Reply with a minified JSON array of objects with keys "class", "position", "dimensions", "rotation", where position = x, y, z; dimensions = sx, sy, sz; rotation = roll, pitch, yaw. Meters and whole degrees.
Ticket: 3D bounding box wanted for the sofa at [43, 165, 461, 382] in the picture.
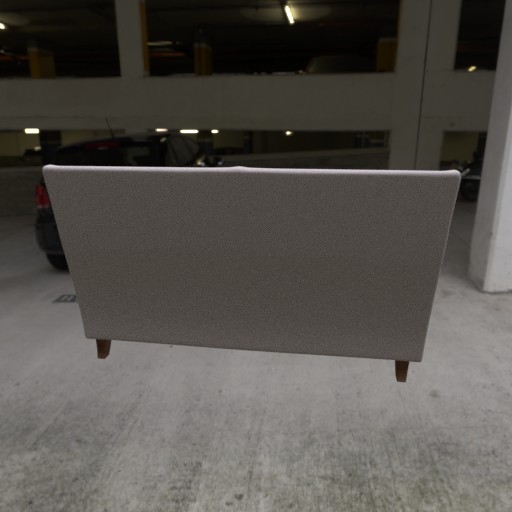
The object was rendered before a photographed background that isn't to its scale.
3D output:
[{"class":"sofa","position":[0.000,0.000,2.074],"dimensions":[1.482,0.890,0.888],"rotation":[2,16,8]}]
